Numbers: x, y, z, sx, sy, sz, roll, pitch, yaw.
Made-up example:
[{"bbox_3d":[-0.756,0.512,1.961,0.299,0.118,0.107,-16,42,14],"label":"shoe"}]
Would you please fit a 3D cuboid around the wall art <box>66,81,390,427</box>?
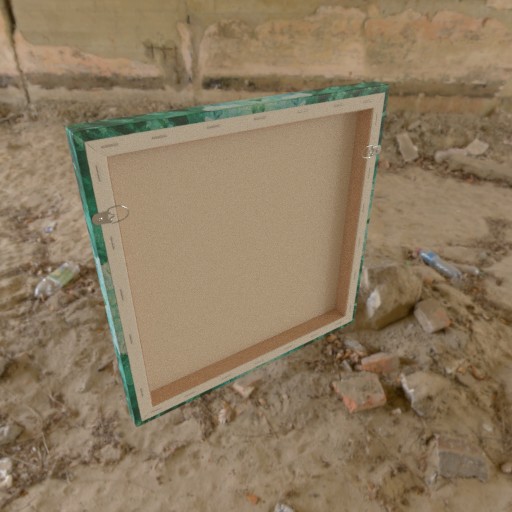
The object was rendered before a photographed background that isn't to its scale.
[{"bbox_3d":[0.000,0.000,0.752,0.507,0.508,0.038,-19,36,-28],"label":"wall art"}]
